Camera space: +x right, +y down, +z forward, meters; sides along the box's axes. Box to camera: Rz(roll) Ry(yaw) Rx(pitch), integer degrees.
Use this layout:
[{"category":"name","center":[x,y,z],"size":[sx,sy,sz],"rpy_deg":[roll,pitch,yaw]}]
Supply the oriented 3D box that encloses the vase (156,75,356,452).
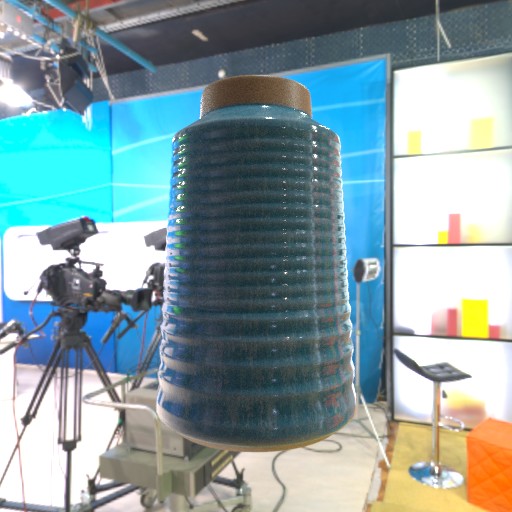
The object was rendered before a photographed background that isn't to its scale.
[{"category":"vase","center":[0.000,0.000,0.370],"size":[0.163,0.267,0.163],"rpy_deg":[0,0,0]}]
